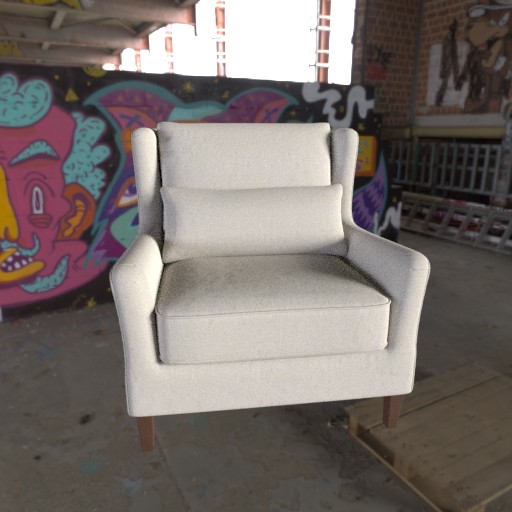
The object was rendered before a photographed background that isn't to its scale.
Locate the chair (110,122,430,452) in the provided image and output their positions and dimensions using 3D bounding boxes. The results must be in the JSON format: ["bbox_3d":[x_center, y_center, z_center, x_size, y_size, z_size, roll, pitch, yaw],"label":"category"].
[{"bbox_3d":[0.000,0.000,1.800,0.982,1.056,1.040,-2,16,-8],"label":"chair"}]
